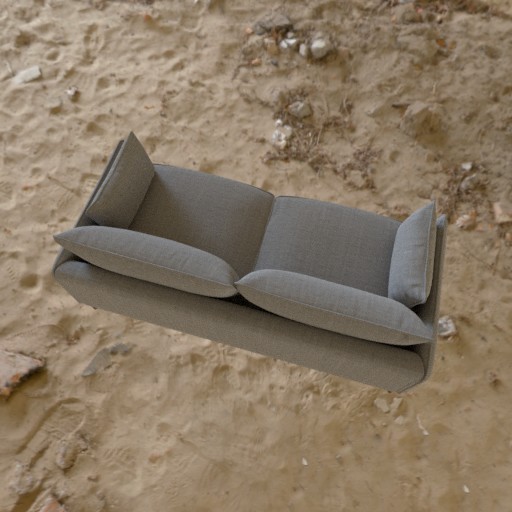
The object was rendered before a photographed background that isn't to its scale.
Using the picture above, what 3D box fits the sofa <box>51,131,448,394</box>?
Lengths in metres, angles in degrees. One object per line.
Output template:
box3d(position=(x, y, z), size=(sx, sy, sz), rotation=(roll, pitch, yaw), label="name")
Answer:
box3d(position=(0.000, 0.000, 2.494), size=(1.989, 0.851, 0.972), rotation=(14, 65, 7), label="sofa")
